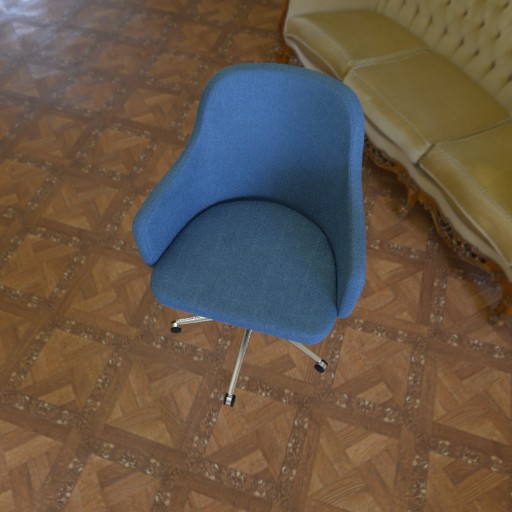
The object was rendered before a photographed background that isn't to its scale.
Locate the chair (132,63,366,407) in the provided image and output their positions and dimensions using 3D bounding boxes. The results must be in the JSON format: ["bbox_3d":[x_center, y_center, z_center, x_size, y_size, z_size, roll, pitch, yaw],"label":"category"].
[{"bbox_3d":[0.000,0.000,1.284,0.599,0.820,0.655,14,56,9],"label":"chair"}]
